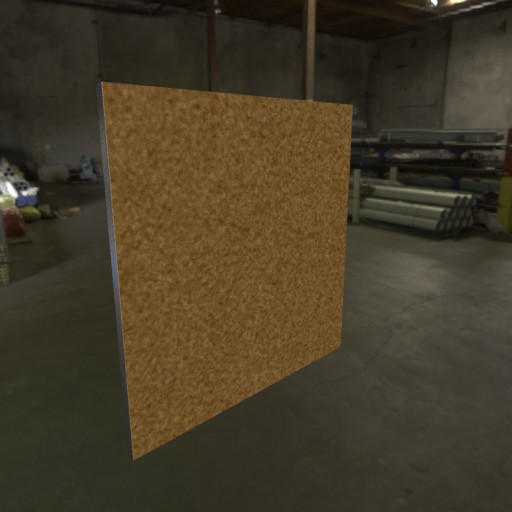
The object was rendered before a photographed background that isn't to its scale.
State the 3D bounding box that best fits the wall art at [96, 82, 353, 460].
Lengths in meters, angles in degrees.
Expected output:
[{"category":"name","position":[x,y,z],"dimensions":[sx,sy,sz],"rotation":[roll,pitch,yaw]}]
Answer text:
[{"category":"wall art","position":[0.000,0.000,0.655],"dimensions":[0.446,0.445,0.014],"rotation":[-14,20,-43]}]
